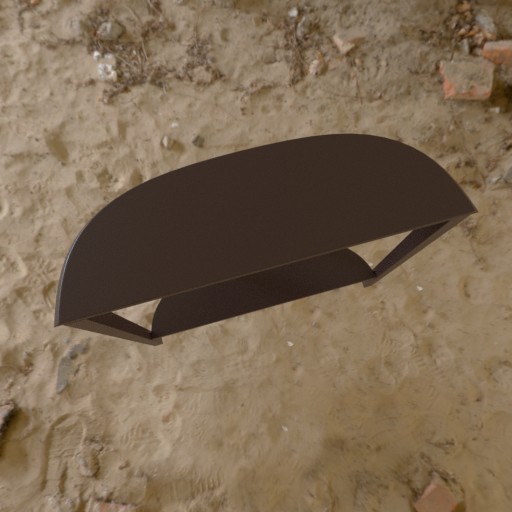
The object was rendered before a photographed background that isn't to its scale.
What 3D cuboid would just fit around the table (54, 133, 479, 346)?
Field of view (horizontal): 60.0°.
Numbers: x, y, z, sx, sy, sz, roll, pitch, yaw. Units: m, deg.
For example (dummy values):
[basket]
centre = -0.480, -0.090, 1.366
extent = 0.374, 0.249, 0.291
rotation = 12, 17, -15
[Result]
[table]
centre = 0.000, 0.000, 1.332
extent = 0.909, 0.831, 0.274
rotation = -15, 76, -4
